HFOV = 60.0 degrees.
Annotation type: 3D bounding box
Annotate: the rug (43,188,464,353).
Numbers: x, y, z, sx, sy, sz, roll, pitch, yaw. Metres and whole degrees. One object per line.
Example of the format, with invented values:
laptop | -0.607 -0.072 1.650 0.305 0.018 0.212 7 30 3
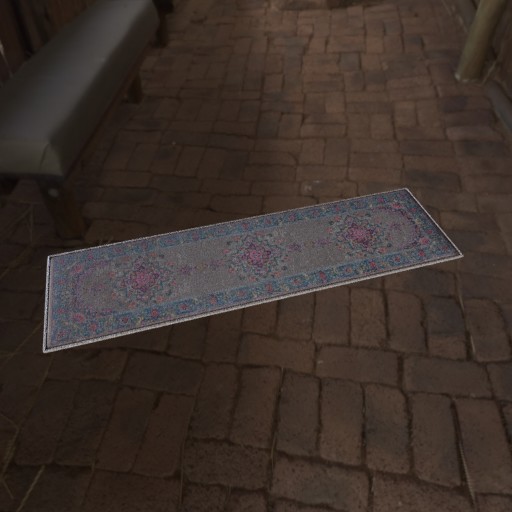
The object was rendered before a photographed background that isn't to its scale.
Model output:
rug | 0.000 0.000 2.540 2.297 0.019 0.659 -12 48 -11
